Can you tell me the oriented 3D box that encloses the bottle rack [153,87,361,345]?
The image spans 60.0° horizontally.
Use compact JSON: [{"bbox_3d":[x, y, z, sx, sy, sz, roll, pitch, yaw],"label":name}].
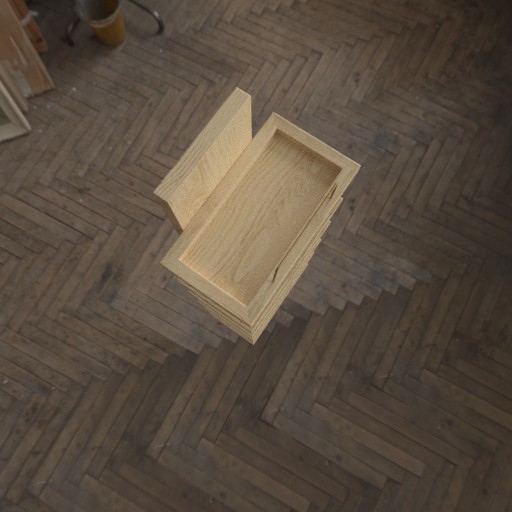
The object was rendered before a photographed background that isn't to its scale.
[{"bbox_3d":[0.000,0.000,1.069,0.206,0.943,0.330,34,79,8],"label":"bottle rack"}]
